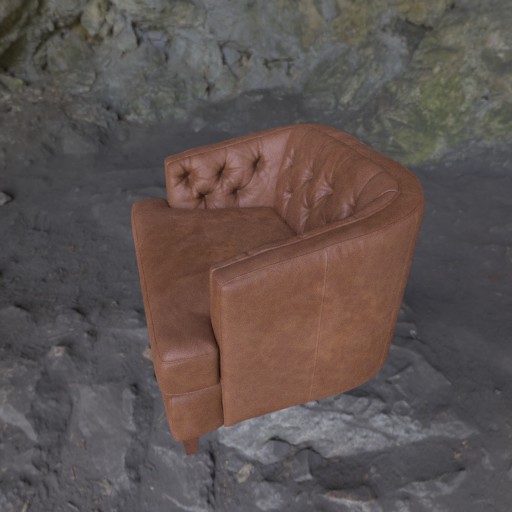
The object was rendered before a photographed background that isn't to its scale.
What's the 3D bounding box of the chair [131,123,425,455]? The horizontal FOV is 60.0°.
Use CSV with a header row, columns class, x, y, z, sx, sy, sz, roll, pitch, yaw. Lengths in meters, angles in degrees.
class,x,y,z,sx,sy,sz,roll,pitch,yaw
chair,0.000,0.000,1.767,0.911,0.836,1.119,-9,31,-15
